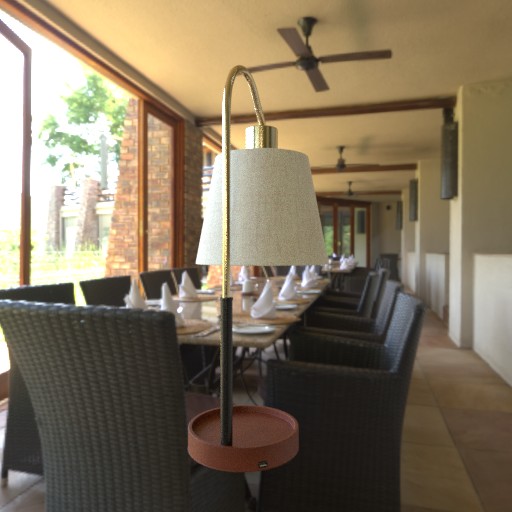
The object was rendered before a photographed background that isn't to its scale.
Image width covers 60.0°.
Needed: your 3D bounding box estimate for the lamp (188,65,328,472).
[{"bbox_3d":[0.000,0.000,0.682,0.211,0.536,0.273,0,1,18],"label":"lamp"}]
